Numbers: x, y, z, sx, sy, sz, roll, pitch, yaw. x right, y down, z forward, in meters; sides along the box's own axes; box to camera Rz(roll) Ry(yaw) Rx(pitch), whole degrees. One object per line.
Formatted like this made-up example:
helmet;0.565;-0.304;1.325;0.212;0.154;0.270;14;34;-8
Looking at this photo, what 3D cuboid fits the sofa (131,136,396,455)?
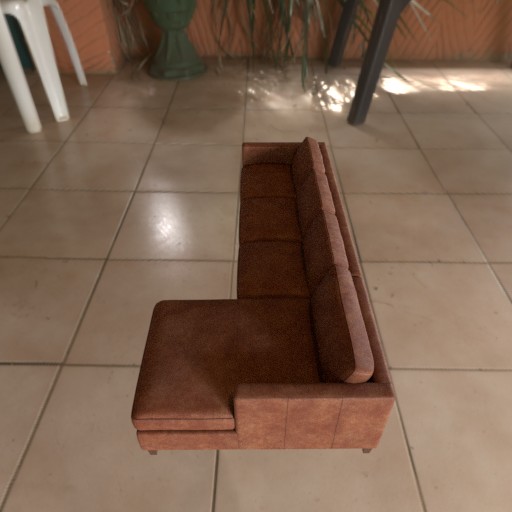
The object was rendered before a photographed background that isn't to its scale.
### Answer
sofa;0.000;0.000;3.921;1.581;0.883;3.203;0;41;0
